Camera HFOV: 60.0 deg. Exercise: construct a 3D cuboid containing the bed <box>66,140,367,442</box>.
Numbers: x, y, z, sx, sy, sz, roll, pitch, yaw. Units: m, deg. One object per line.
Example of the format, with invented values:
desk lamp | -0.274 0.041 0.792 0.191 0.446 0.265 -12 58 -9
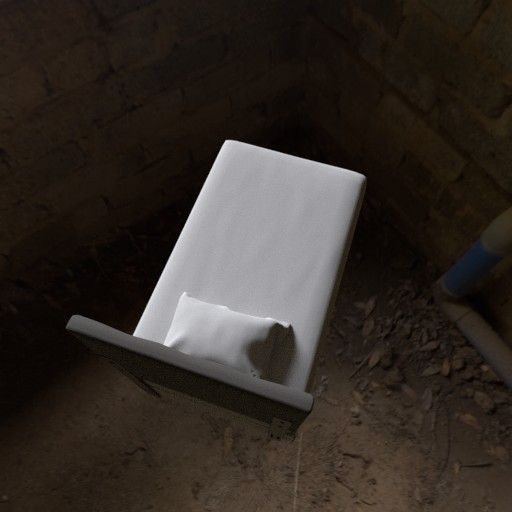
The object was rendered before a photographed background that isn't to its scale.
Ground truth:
bed | 0.000 0.000 2.990 1.261 1.571 1.997 17 65 8
